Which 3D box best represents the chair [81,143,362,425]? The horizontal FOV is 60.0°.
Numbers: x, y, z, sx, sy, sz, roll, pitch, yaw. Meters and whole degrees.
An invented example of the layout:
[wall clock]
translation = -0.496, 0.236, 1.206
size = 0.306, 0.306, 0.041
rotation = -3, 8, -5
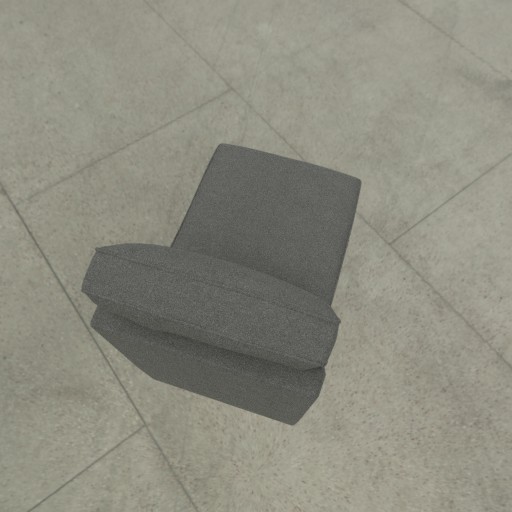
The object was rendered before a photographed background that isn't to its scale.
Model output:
[chair]
translation = 0.000, 0.000, 1.569
size = 0.621, 0.970, 0.938
rotation = 16, 65, 8
